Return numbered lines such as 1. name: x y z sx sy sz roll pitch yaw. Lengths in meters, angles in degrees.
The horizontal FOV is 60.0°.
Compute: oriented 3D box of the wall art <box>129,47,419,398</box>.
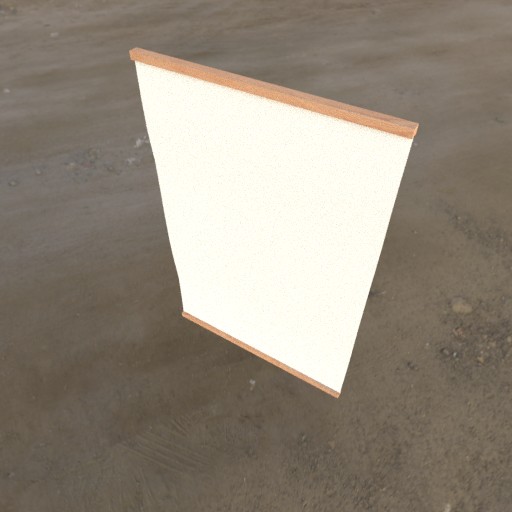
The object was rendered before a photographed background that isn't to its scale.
1. wall art: 0.000 0.000 0.634 0.332 0.508 0.012 24 51 21
